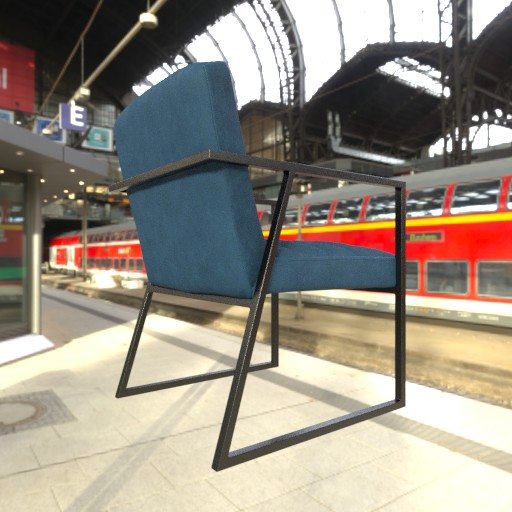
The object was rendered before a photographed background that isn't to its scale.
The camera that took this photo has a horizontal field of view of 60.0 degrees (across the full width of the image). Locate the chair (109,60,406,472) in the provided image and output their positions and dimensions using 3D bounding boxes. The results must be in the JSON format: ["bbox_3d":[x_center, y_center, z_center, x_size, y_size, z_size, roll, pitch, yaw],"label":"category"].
[{"bbox_3d":[0.000,0.000,1.268,0.677,0.833,0.571,0,0,-37],"label":"chair"}]
